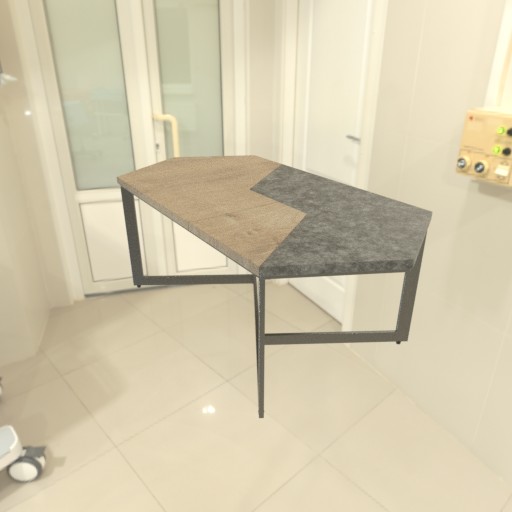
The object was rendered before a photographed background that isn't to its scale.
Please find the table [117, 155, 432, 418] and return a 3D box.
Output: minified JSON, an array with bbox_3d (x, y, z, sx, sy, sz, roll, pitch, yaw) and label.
[{"bbox_3d":[0.000,0.000,1.531,0.609,0.457,1.219,-17,30,-31],"label":"table"}]
